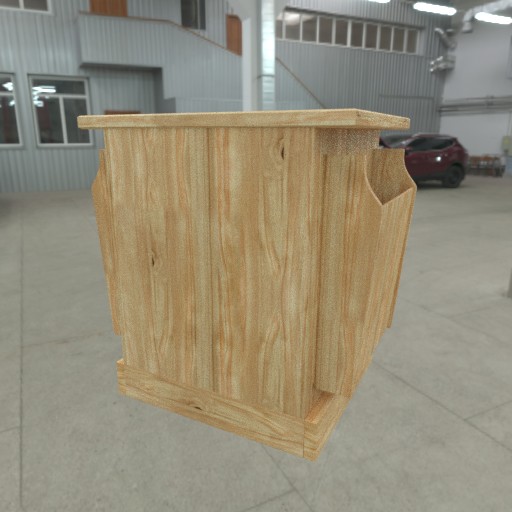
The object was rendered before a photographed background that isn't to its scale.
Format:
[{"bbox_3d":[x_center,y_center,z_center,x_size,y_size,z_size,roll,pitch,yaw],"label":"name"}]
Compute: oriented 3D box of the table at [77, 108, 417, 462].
[{"bbox_3d":[0.000,0.000,0.860,0.530,0.515,0.380,8,17,27],"label":"table"}]
